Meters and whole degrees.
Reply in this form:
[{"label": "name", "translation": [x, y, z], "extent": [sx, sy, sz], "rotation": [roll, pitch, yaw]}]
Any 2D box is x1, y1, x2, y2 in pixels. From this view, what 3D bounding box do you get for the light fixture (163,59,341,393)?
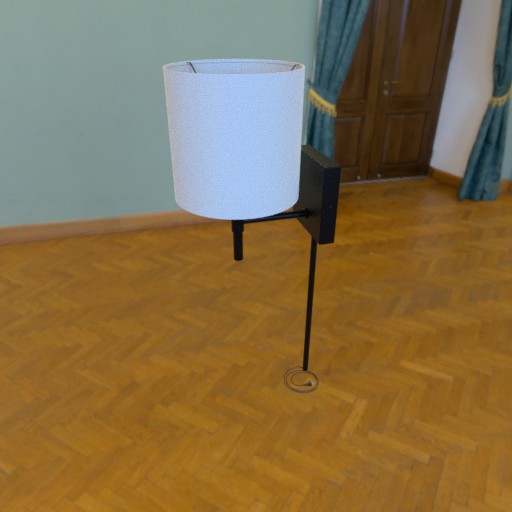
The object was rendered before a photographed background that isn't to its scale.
[{"label": "light fixture", "translation": [0.000, 0.000, 0.741], "extent": [0.248, 0.589, 0.188], "rotation": [-8, 30, -13]}]
